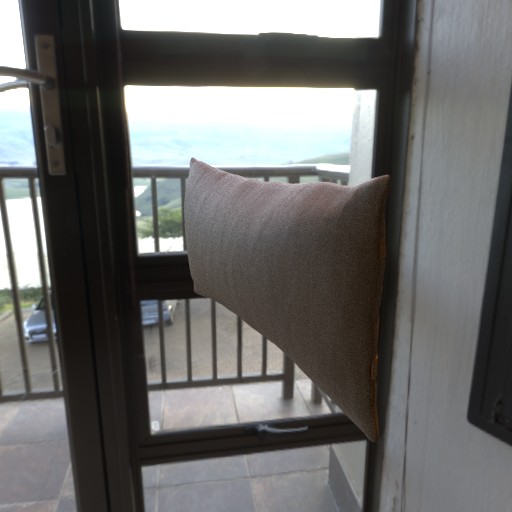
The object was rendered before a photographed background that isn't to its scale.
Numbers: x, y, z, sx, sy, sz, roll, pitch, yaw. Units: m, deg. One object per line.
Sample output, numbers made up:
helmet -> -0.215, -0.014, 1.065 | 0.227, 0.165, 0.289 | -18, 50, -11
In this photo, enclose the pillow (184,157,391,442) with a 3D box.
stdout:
pillow -> 0.000, 0.000, 0.736 | 0.148, 0.308, 0.612 | -7, 15, -26
